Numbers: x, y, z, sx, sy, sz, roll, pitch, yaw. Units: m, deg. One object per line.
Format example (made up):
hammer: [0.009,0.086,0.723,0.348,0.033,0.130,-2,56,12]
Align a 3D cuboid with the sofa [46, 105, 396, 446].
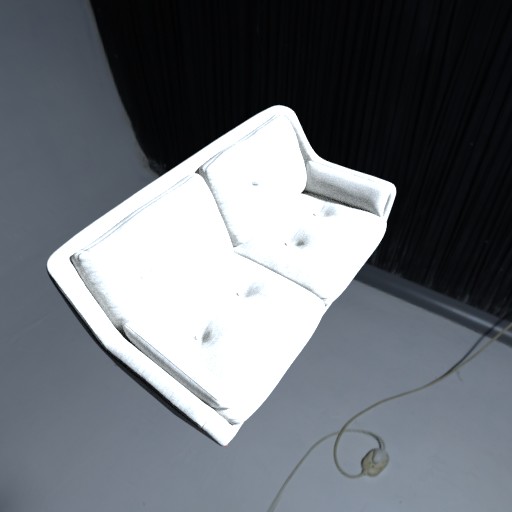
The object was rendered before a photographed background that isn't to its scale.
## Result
sofa: [0.000,0.000,2.470,0.976,0.897,1.930,25,49,24]
